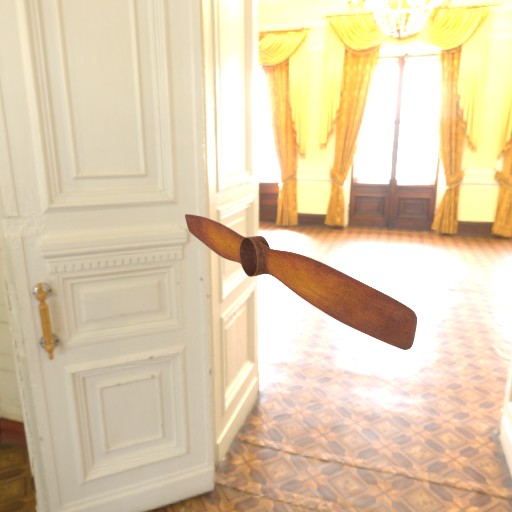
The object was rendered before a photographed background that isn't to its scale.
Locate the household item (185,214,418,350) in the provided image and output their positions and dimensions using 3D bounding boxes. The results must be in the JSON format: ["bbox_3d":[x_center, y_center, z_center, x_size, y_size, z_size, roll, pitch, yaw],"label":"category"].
[{"bbox_3d":[0.000,0.000,1.274,0.051,0.121,1.181,-8,17,-27],"label":"household item"}]
